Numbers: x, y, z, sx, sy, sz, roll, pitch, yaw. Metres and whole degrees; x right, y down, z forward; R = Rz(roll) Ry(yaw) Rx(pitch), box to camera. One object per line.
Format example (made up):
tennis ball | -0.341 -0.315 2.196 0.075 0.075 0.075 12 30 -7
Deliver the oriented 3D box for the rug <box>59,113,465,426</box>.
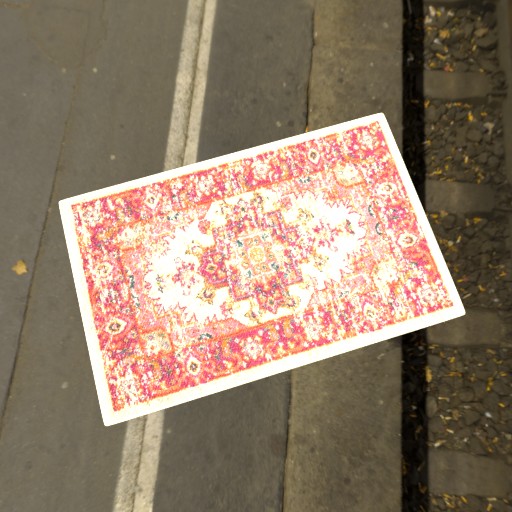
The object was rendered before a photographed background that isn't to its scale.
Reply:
rug | 0.000 0.000 1.077 0.868 0.004 0.556 -16 77 -4
